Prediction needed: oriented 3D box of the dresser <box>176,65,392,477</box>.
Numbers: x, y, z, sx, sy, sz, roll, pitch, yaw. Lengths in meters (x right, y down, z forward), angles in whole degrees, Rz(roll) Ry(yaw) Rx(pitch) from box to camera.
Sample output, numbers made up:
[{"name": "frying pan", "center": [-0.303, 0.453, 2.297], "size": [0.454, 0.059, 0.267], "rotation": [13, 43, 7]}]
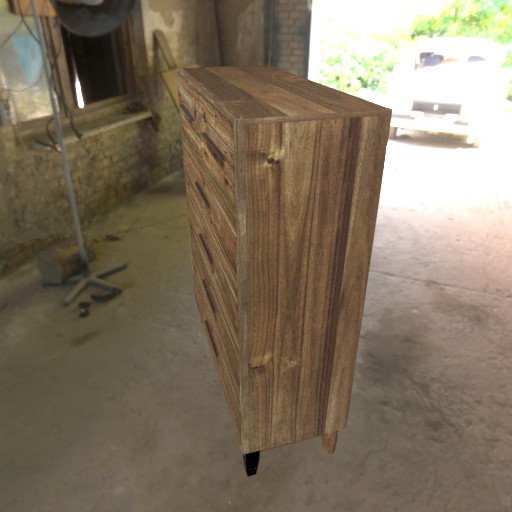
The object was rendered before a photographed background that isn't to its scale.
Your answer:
[{"name": "dresser", "center": [0.000, 0.000, 1.902], "size": [0.442, 1.393, 1.062], "rotation": [-8, 30, -14]}]
